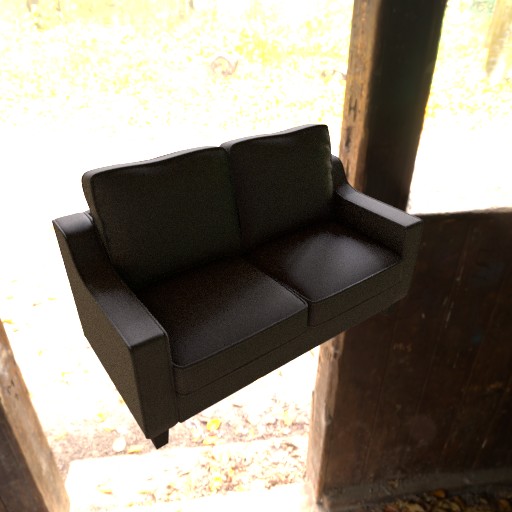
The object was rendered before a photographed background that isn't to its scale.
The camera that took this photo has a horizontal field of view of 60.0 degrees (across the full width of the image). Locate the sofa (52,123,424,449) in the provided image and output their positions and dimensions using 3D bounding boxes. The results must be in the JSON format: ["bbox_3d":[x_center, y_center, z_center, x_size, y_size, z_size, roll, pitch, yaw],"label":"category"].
[{"bbox_3d":[0.000,0.000,2.046,1.500,0.948,0.791,-21,37,-31],"label":"sofa"}]
